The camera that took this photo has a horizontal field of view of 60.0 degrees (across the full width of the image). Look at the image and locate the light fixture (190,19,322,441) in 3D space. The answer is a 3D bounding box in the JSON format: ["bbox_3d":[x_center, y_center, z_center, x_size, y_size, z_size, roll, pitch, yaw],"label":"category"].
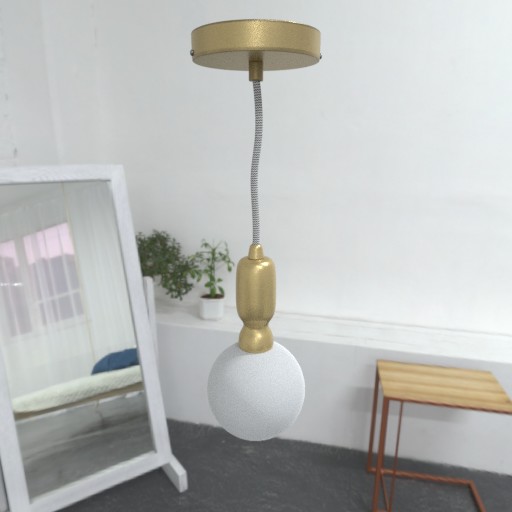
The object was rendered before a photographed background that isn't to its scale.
[{"bbox_3d":[0.000,0.000,0.561,0.147,0.510,0.146,-2,15,-7],"label":"light fixture"}]
